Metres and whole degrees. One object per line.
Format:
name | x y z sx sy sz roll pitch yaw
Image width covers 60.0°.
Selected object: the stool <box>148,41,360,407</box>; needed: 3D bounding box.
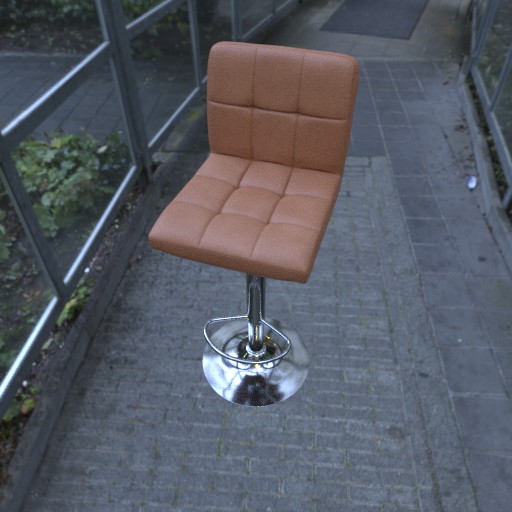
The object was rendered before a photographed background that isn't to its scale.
stool | 0.000 0.000 1.395 0.430 1.115 0.505 13 44 13
